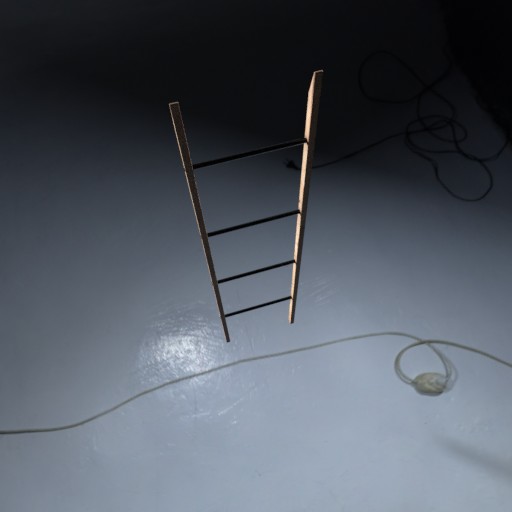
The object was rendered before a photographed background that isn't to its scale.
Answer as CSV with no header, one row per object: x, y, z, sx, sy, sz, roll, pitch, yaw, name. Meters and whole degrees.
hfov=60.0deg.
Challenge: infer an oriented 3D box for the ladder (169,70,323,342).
0.000,0.000,1.990,0.442,1.805,0.200,-15,65,-7,ladder
